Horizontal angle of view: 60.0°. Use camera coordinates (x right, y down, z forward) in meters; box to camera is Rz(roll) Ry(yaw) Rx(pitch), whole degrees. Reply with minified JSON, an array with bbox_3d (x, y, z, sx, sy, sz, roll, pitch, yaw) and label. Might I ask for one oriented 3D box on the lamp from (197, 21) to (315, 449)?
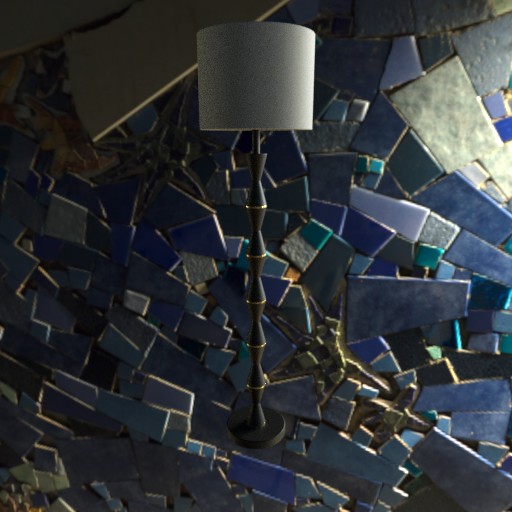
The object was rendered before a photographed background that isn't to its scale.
[{"bbox_3d":[0.000,0.000,1.630,0.381,1.480,0.381,8,17,27],"label":"lamp"}]
